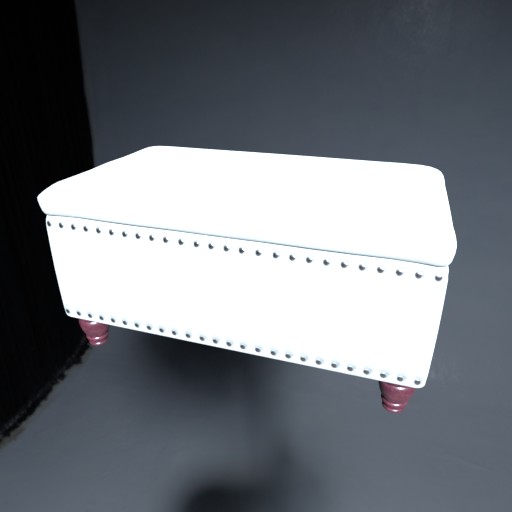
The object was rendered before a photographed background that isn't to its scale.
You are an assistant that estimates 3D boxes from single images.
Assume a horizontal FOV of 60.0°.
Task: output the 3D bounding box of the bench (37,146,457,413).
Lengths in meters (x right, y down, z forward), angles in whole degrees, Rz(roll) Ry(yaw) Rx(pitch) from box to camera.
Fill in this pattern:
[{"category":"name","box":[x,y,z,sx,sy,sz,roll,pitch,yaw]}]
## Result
[{"category":"bench","box":[0.000,0.000,1.172,0.887,0.449,0.500,8,27,16]}]
